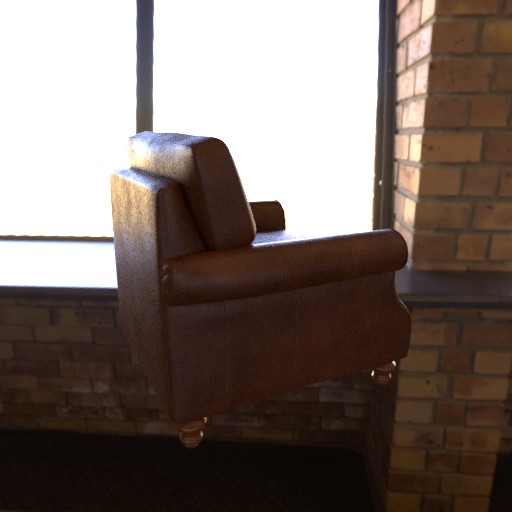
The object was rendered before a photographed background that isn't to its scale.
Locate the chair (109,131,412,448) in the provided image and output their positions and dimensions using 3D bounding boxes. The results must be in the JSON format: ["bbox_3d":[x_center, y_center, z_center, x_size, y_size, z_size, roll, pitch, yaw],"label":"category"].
[{"bbox_3d":[0.000,0.000,1.790,0.992,0.972,0.989,-8,17,-26],"label":"chair"}]
